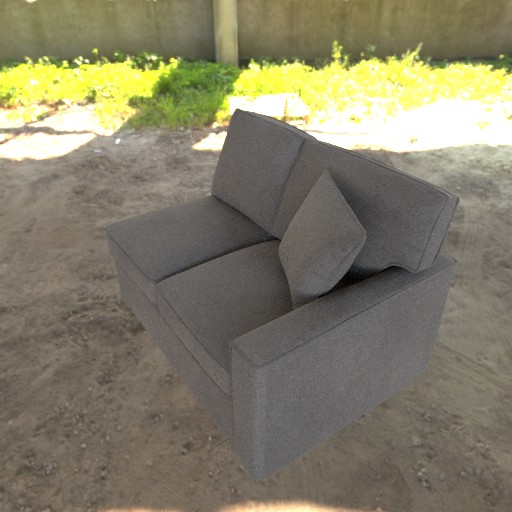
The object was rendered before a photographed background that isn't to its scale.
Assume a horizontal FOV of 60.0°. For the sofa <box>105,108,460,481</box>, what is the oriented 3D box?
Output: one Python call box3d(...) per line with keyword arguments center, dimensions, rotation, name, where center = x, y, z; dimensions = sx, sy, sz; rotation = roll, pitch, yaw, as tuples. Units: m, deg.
box3d(center=(0.000, 0.000, 2.036), dimensions=(0.991, 0.989, 1.388), rotation=(-20, 37, -29), name="sofa")
